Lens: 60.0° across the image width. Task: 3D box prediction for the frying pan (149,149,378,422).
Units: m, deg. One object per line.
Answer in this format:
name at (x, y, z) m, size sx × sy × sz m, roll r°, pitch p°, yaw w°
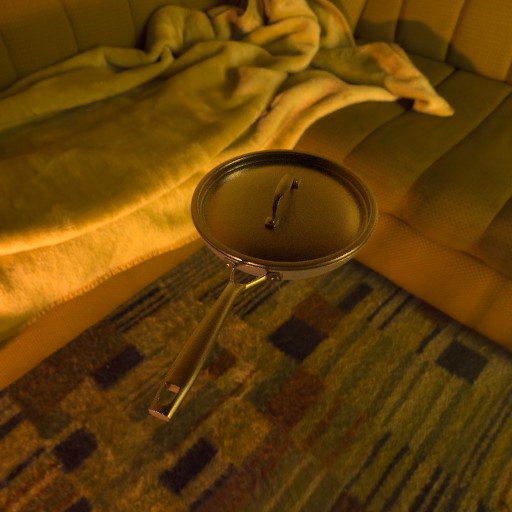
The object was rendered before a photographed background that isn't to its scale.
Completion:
frying pan at (0.000, 0.000, 0.587) m, size 0.272 × 0.086 × 0.490 m, roll 16°, pitch 48°, yaw 15°
